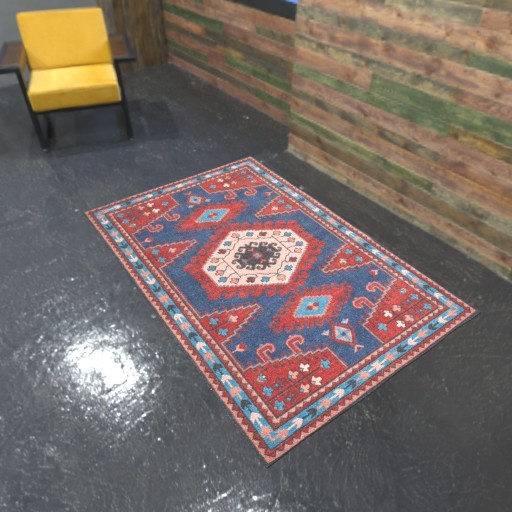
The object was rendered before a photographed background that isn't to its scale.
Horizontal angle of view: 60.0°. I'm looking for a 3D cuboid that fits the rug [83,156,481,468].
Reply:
[{"bbox_3d":[0.000,0.000,2.297,1.207,0.012,1.820,-25,46,-26],"label":"rug"}]
